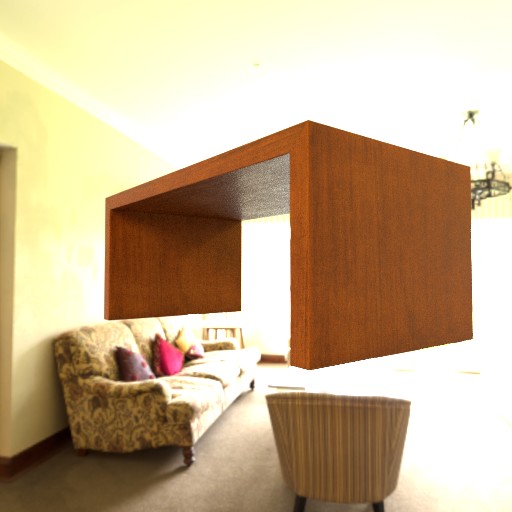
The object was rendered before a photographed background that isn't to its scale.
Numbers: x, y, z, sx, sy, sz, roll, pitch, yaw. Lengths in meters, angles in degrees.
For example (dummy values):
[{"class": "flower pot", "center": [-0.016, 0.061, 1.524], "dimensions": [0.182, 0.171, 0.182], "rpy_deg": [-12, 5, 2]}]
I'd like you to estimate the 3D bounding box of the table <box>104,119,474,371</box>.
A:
[{"class": "table", "center": [0.000, 0.000, 1.298], "dimensions": [0.549, 0.419, 1.000], "rpy_deg": [2, -3, -38]}]
